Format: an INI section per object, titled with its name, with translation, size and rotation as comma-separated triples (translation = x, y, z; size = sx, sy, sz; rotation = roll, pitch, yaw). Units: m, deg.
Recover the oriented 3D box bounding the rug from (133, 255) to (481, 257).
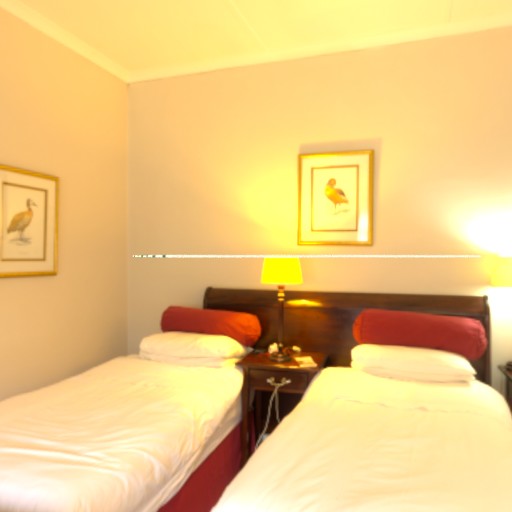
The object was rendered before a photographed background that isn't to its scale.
[rug]
translation = 0.000, 0.000, 3.089
size = 1.521, 0.015, 2.436
rotation = 0, 0, -19
